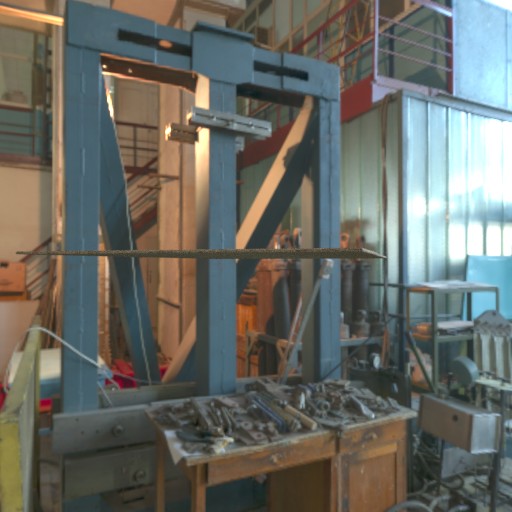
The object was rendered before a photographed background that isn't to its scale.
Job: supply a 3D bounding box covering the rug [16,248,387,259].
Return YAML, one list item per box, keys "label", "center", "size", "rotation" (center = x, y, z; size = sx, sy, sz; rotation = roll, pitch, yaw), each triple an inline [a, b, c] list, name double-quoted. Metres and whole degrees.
- label: "rug"
  center: [0.000, 0.000, 2.850]
  size: [1.547, 0.013, 2.283]
  rotation: [0, -1, 18]
